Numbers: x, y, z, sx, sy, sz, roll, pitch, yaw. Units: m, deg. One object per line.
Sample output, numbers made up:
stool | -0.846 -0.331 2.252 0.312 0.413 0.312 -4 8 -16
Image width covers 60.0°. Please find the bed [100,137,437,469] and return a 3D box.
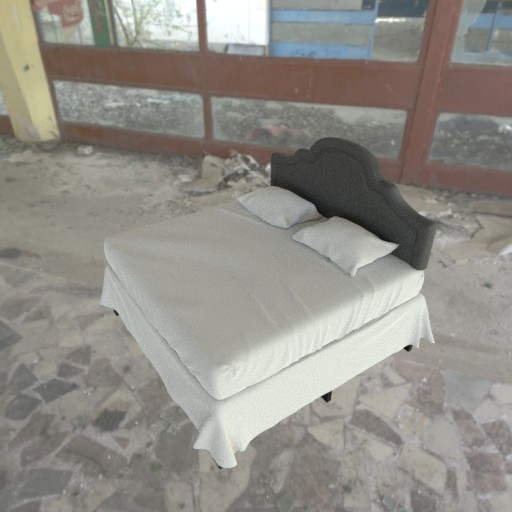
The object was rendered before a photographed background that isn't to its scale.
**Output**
bed | 0.000 0.000 3.714 2.222 1.631 2.303 -20 37 -29
